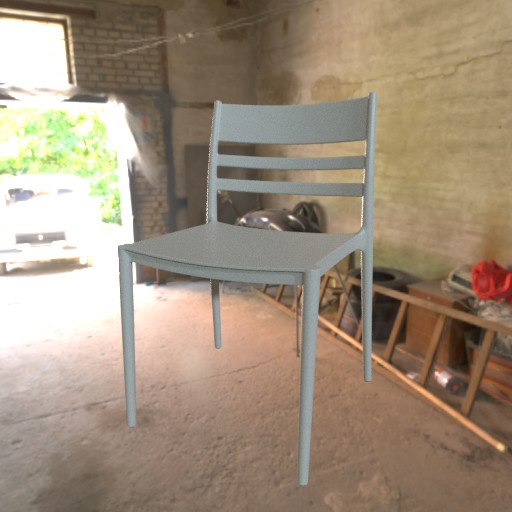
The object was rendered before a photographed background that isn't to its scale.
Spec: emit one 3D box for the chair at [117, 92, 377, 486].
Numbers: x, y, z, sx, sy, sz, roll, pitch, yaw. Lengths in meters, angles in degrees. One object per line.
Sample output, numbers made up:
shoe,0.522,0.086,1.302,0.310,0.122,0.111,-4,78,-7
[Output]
chair,0.000,0.000,1.119,0.531,0.800,0.511,6,15,25
